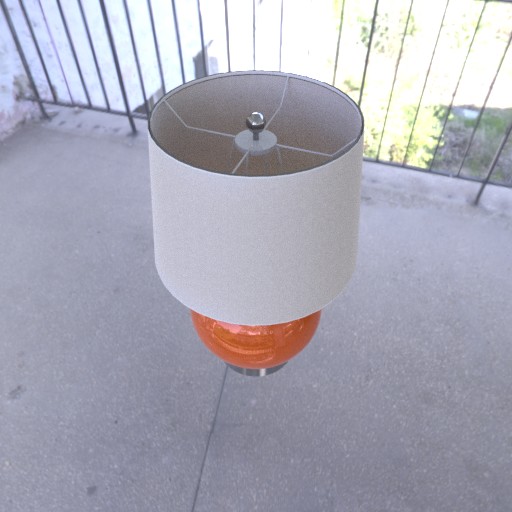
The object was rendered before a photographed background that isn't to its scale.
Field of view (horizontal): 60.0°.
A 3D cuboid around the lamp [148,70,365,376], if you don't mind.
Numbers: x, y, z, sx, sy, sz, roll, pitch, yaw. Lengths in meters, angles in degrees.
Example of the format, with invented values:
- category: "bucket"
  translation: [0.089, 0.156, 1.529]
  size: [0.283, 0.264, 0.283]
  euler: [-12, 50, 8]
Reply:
- category: "lamp"
  translation: [0.000, 0.000, 0.561]
  size: [0.247, 0.387, 0.247]
  euler: [0, 45, 0]
